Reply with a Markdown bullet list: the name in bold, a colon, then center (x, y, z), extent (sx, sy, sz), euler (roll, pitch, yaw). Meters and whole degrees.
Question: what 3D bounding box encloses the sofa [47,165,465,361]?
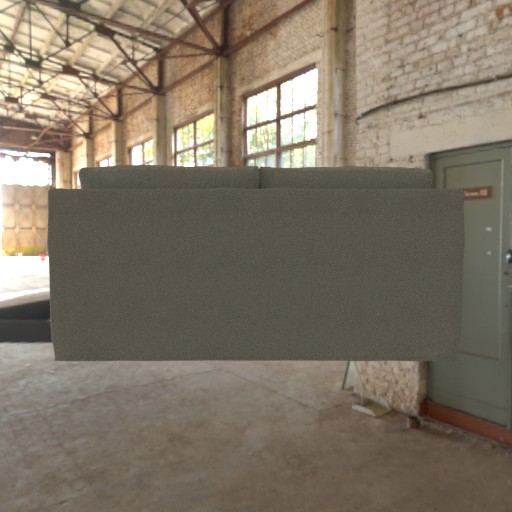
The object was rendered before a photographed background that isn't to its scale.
- **sofa**: center (0.000, 0.000, 2.261), extent (1.727, 0.830, 0.944), euler (0, 2, 0)
